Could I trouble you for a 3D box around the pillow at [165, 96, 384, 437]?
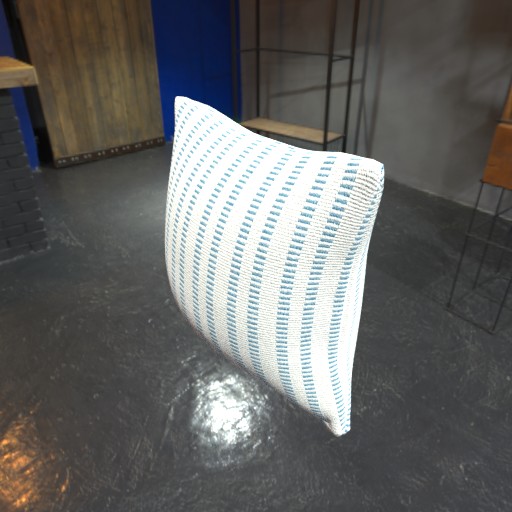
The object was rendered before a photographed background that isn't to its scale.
[{"bbox_3d":[0.000,0.000,0.696,0.247,0.419,0.438,-21,36,-31],"label":"pillow"}]
